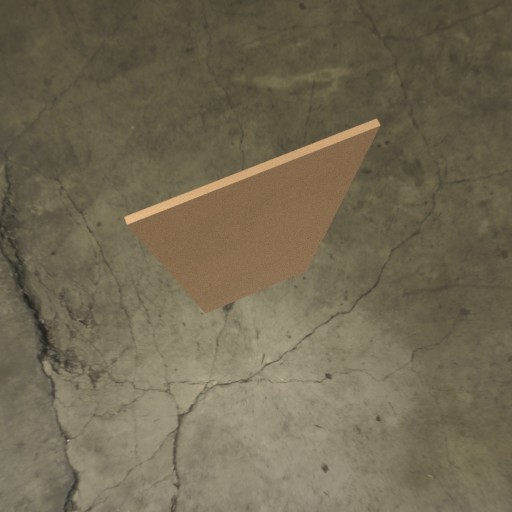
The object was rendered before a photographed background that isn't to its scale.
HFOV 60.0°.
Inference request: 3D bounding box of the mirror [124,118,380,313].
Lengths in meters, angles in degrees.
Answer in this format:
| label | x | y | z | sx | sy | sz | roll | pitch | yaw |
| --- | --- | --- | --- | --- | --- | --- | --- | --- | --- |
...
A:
| label | x | y | z | sx | sy | sz | roll | pitch | yaw |
| --- | --- | --- | --- | --- | --- | --- | --- | --- | --- |
| mirror | 0.000 | 0.000 | 2.294 | 0.812 | 2.031 | 0.026 | -22 | 77 | -6 |
